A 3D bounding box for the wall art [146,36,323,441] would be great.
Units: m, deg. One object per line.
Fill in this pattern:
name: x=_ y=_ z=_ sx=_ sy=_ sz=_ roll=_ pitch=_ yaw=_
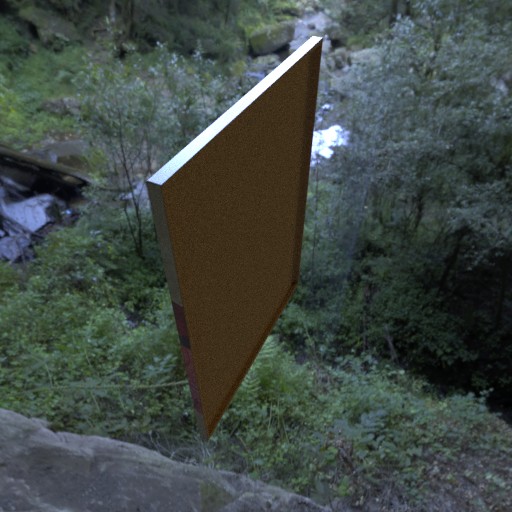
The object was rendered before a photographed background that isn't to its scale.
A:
wall art: x=0.000 y=0.000 z=1.329 sx=0.031 sy=1.015 sz=0.762 roll=19 pitch=48 yaw=18
